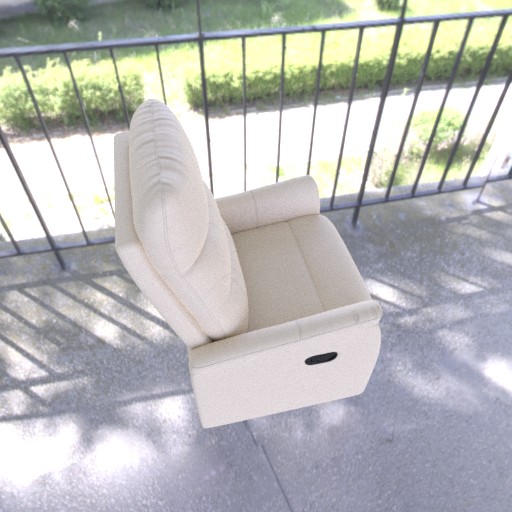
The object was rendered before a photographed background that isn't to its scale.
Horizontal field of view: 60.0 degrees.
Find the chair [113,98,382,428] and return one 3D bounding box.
[{"bbox_3d":[0.000,0.000,1.618,0.831,1.082,0.775,-9,48,-9],"label":"chair"}]
